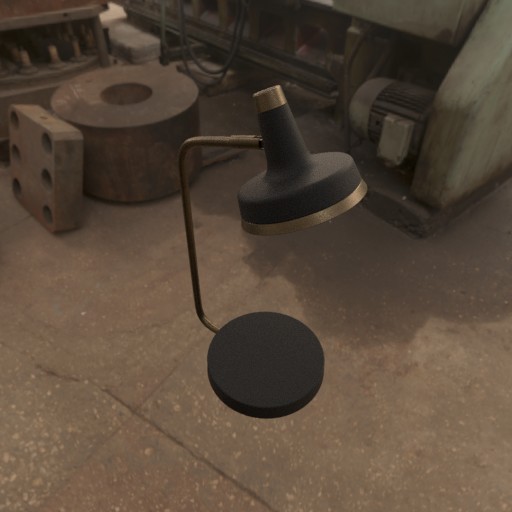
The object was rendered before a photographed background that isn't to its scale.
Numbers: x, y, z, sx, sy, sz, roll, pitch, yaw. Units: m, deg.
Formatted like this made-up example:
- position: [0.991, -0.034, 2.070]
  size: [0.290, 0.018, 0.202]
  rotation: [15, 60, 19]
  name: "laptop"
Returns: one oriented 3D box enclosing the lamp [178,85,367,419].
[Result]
- position: [0.000, 0.000, 0.500]
  size: [0.218, 0.385, 0.162]
  rotation: [25, 47, 27]
  name: "lamp"
